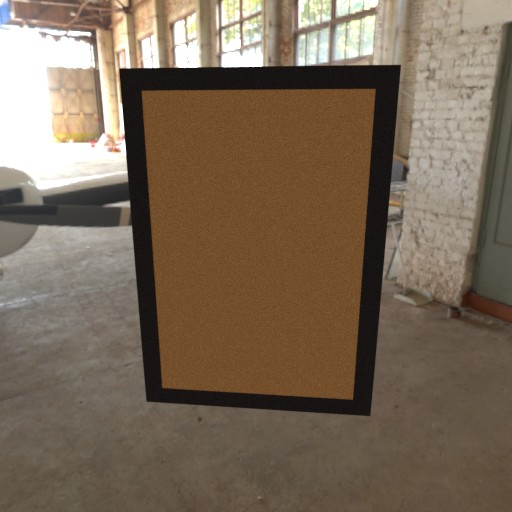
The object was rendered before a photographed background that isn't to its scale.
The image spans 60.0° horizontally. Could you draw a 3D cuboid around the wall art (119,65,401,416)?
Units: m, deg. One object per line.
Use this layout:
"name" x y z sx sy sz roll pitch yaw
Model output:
"wall art" 0.000 0.000 0.677 0.380 0.534 0.013 2 17 6
